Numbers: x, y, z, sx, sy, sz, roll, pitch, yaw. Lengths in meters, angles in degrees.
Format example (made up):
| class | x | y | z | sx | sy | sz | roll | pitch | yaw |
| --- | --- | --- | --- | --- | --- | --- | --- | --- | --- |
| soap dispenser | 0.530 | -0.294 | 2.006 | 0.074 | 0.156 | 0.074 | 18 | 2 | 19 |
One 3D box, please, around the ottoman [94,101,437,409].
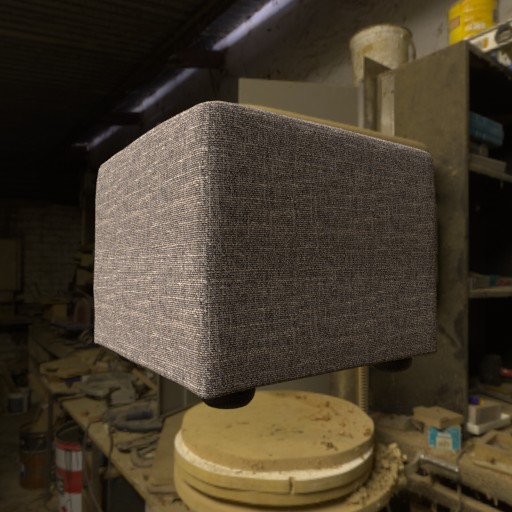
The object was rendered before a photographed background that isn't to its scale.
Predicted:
| class | x | y | z | sx | sy | sz | roll | pitch | yaw |
| --- | --- | --- | --- | --- | --- | --- | --- | --- | --- |
| ottoman | 0.000 | 0.000 | 0.912 | 0.521 | 0.453 | 0.512 | 1 | -1 | -35 |
